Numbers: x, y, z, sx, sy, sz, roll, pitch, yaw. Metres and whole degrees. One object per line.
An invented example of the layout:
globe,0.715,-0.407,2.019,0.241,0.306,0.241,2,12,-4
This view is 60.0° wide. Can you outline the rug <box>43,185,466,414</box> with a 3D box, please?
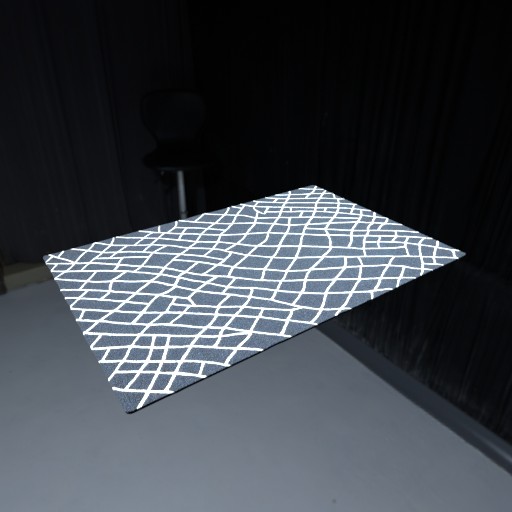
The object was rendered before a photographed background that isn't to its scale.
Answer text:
rug,0.000,0.000,2.292,1.830,0.013,1.223,-19,35,-29
